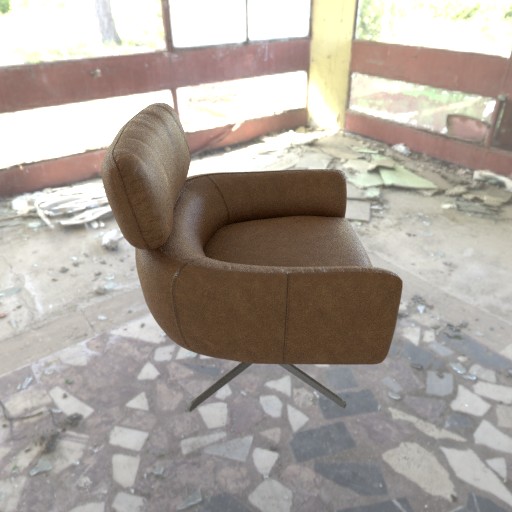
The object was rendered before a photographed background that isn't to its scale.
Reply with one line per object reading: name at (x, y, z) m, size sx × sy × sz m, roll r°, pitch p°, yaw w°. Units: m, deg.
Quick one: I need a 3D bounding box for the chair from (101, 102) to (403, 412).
chair at (0.000, 0.000, 1.337) m, size 0.715 × 0.812 × 0.706 m, roll -1°, pitch 31°, yaw -1°
